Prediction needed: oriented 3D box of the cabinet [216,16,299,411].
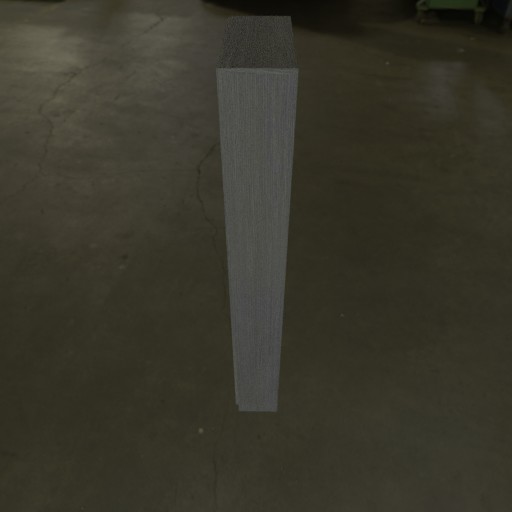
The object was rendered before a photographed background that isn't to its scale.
[{"bbox_3d":[0.000,0.000,1.951,0.230,1.790,0.500,1,42,1],"label":"cabinet"}]
